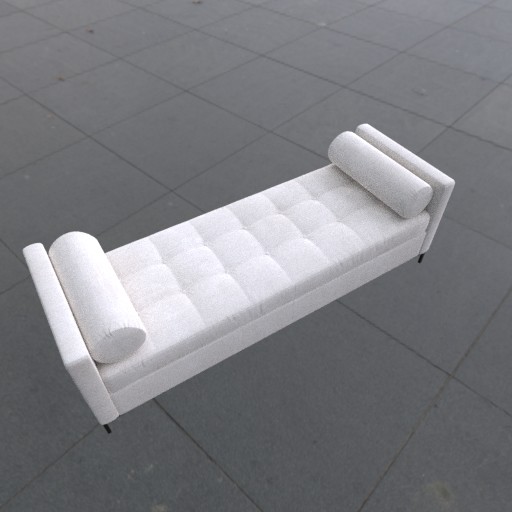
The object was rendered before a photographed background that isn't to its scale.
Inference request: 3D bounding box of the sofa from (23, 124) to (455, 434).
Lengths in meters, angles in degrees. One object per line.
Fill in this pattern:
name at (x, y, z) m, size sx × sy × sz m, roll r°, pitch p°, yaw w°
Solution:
sofa at (0.000, 0.000, 2.300) m, size 1.981 × 0.635 × 0.686 m, roll -24°, pitch 51°, yaw -21°
